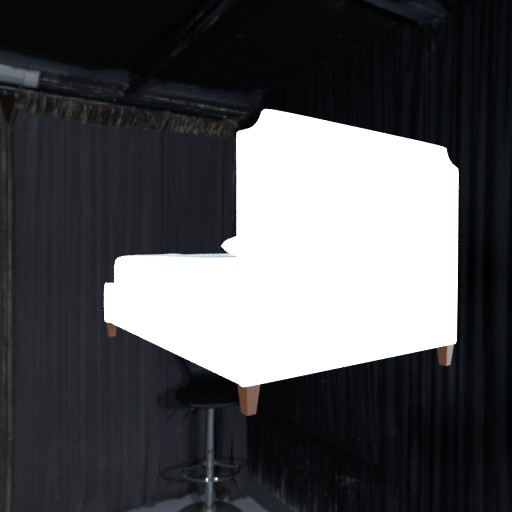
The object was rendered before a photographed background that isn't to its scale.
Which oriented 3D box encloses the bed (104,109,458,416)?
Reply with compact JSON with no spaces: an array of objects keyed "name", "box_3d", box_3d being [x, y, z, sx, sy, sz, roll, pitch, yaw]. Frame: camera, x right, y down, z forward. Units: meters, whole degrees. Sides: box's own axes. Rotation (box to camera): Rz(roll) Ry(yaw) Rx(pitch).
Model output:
[{"name":"bed","box_3d":[0.000,0.000,3.434,1.712,1.443,2.365,-1,1,-34]}]
